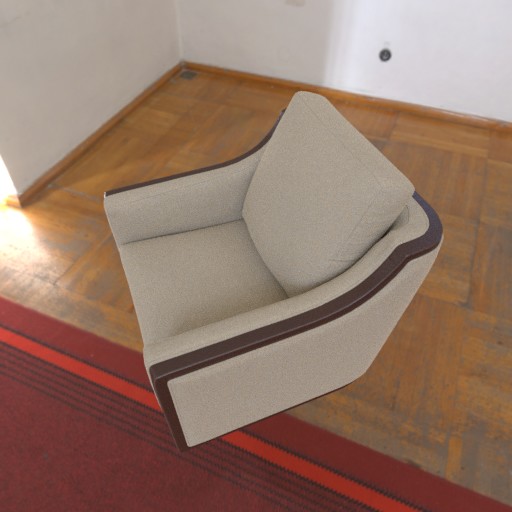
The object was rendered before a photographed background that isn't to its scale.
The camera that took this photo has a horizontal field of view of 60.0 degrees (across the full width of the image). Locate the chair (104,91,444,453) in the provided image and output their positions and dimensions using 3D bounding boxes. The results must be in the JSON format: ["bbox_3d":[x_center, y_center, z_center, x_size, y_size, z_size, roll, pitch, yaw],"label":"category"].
[{"bbox_3d":[0.000,0.000,1.643,0.950,0.930,0.870,-17,50,-14],"label":"chair"}]
